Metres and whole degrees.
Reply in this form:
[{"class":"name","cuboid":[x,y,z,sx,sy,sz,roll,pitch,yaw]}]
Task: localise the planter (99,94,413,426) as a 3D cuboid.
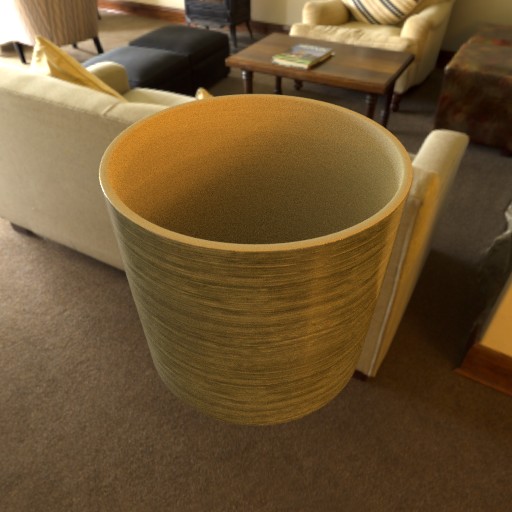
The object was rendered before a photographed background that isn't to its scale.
[{"class":"planter","cuboid":[0.000,0.000,0.389,0.221,0.201,0.221,0,41,0]}]
